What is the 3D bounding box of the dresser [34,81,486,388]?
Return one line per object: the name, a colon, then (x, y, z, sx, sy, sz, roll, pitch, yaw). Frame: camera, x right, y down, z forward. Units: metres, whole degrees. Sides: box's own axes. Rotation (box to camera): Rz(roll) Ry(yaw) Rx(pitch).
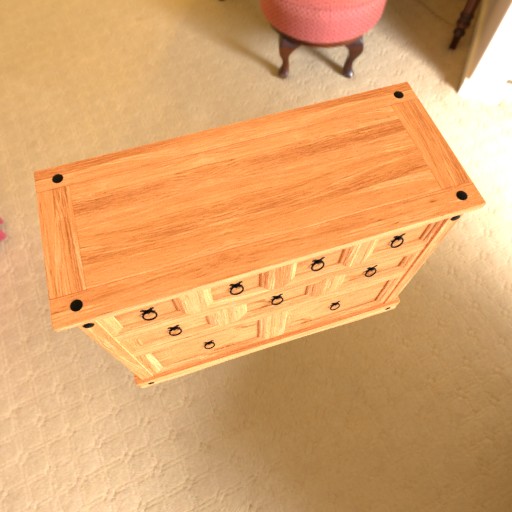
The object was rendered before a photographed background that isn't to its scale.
dresser: (0.000, 0.000, 1.372, 0.990, 0.740, 0.410, -16, 65, -8)
